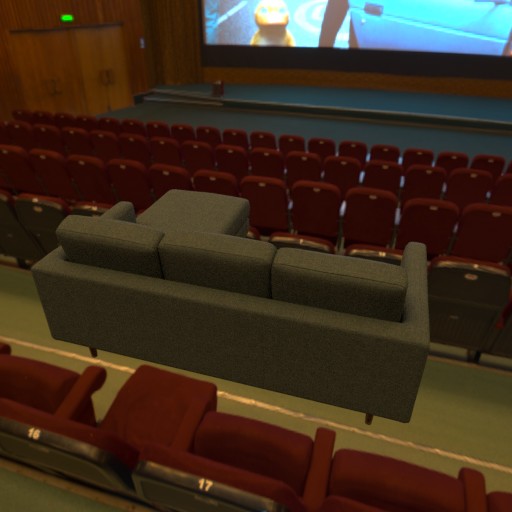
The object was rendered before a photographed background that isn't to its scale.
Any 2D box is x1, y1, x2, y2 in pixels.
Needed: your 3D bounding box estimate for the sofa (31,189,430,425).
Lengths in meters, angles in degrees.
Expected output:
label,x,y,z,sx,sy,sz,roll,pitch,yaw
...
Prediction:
label,x,y,z,sx,sy,sz,roll,pitch,yaw
sofa,0.000,0.000,2.917,2.055,0.957,1.667,9,33,14
